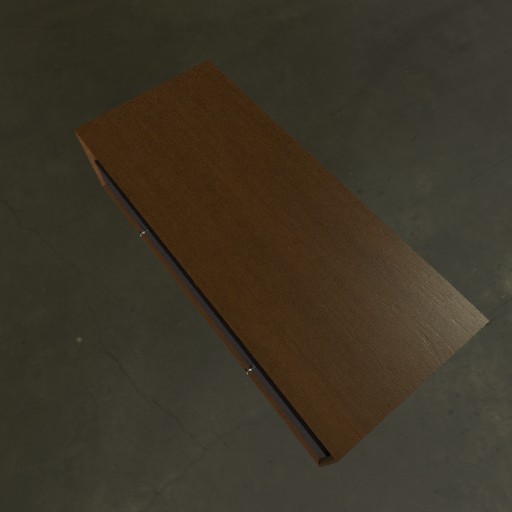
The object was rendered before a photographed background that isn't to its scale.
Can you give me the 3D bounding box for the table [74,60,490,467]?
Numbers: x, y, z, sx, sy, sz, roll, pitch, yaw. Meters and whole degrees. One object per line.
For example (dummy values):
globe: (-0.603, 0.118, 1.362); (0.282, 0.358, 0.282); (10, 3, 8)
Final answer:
table: (0.000, 0.000, 1.360); (0.490, 0.464, 1.119); (-35, 68, -17)
